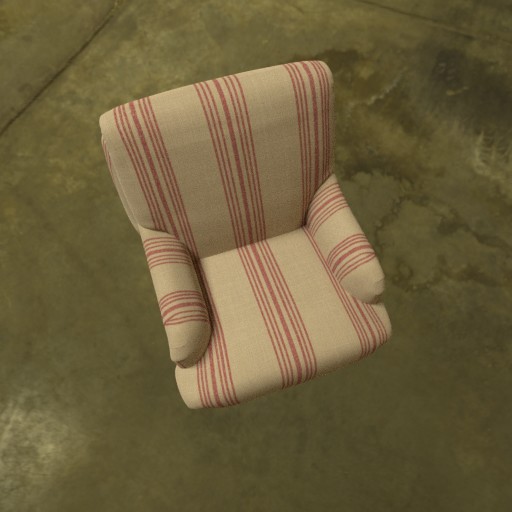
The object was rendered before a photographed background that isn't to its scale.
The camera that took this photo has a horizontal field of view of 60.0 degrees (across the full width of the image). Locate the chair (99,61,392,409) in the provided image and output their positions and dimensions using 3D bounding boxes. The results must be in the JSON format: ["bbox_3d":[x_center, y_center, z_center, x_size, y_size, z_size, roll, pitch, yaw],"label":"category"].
[{"bbox_3d":[0.000,0.000,1.887,0.933,1.123,1.058,-17,64,-9],"label":"chair"}]
